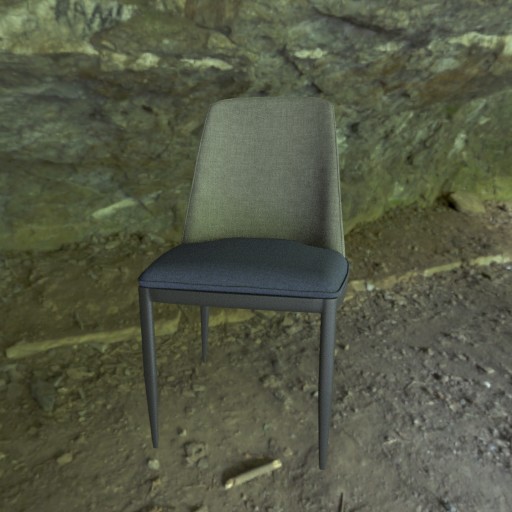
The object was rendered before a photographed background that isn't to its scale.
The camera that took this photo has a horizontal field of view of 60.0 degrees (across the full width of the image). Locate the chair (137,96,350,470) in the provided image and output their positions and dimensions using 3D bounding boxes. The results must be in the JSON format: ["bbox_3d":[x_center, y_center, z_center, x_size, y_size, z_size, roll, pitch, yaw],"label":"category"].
[{"bbox_3d":[0.000,0.000,1.182,0.488,0.855,0.550,3,14,10],"label":"chair"}]
